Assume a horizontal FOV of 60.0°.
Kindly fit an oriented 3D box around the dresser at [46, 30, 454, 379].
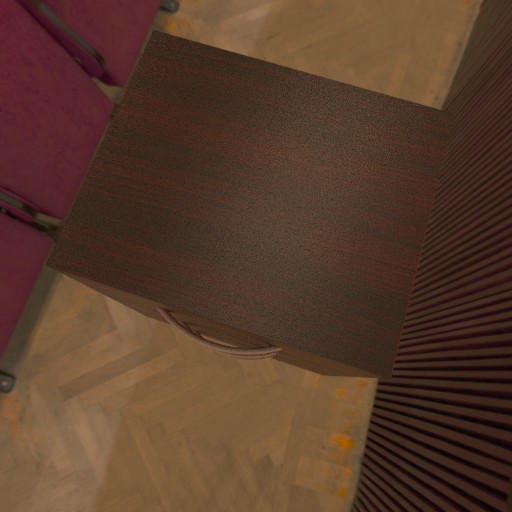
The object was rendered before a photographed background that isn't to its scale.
[{"bbox_3d":[0.000,0.000,0.792,0.400,0.560,0.360,17,76,5],"label":"dresser"}]
